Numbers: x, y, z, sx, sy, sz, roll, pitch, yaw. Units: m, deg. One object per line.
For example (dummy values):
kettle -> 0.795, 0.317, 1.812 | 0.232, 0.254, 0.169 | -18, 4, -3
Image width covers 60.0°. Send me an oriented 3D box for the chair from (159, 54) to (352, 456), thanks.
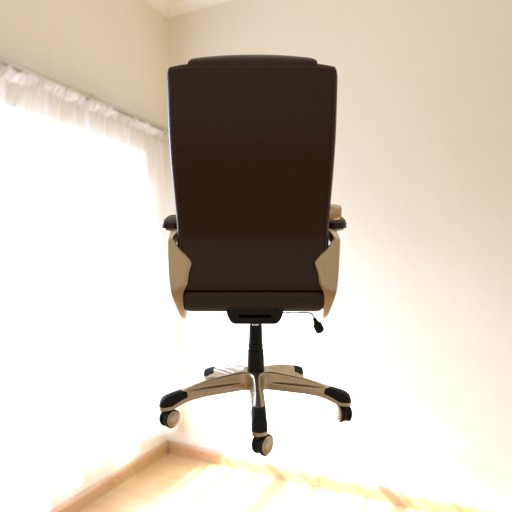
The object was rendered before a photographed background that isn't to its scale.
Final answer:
chair -> 0.000, 0.000, 1.646 | 0.692, 1.194, 0.749 | 0, 0, 0
